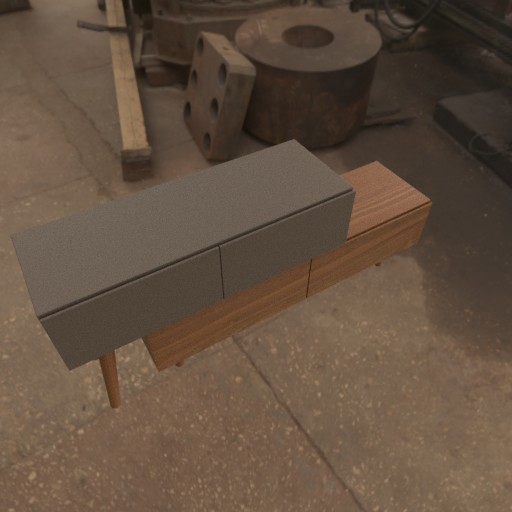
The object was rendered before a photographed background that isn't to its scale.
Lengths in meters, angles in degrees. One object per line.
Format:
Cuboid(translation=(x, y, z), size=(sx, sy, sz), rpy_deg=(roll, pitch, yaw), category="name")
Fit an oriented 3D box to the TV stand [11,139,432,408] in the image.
Cuboid(translation=(0.000, 0.000, 1.540), size=(1.336, 0.591, 0.329), rpy_deg=(-24, 51, -21), category="TV stand")
